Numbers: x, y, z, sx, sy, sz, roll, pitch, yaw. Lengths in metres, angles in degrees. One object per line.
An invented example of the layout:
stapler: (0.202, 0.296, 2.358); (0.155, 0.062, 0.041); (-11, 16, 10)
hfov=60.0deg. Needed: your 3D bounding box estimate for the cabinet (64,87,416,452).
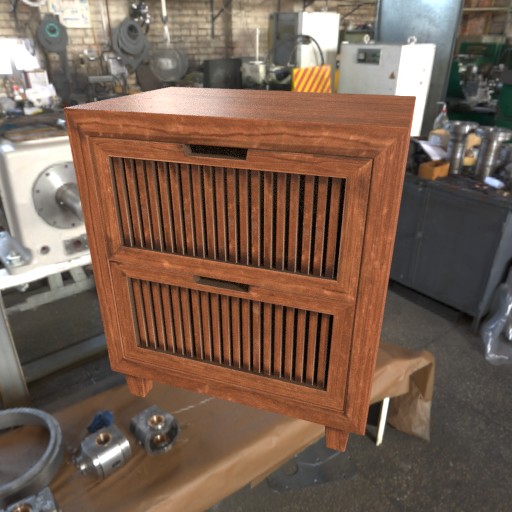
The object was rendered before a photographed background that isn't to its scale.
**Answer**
cabinet: (0.000, 0.000, 1.047); (0.607, 0.695, 0.410); (9, 28, 17)
